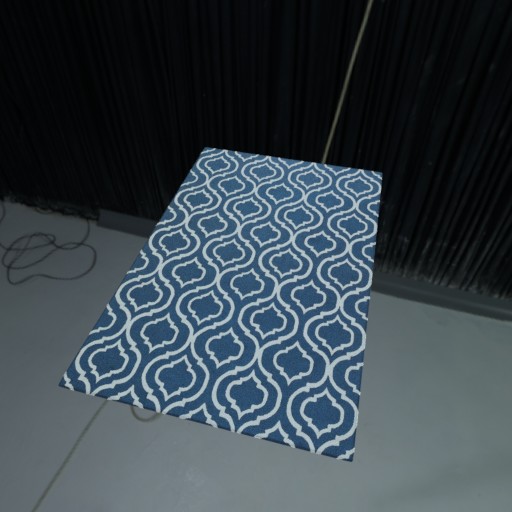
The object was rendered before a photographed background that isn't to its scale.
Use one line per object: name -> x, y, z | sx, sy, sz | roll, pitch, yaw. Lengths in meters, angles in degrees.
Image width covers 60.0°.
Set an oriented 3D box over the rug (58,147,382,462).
rug -> 0.000, 0.000, 2.217 | 1.143, 0.010, 1.753 | 10, 47, 10
